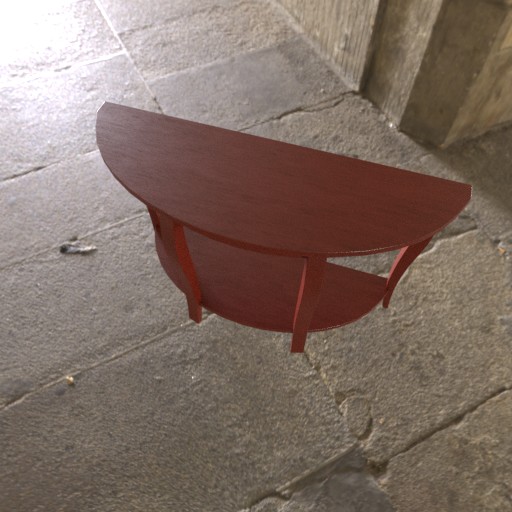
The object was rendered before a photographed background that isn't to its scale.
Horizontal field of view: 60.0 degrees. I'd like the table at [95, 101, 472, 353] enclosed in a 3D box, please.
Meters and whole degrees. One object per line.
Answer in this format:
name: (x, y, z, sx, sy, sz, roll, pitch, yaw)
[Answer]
table: (0.000, 0.000, 1.641, 1.219, 0.779, 0.405, 15, 59, 10)
